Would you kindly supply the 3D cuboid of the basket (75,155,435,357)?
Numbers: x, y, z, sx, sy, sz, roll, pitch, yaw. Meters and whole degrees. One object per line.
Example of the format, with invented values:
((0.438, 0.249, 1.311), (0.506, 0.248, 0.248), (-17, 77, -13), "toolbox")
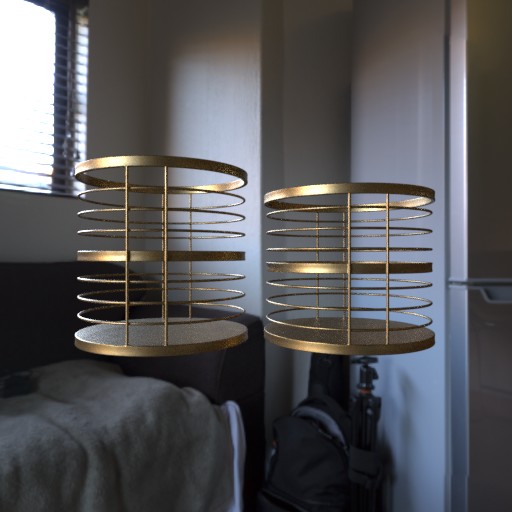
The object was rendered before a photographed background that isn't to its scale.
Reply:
((0.000, 0.000, 0.952), (0.746, 0.351, 0.356), (0, 0, -1), "basket")
